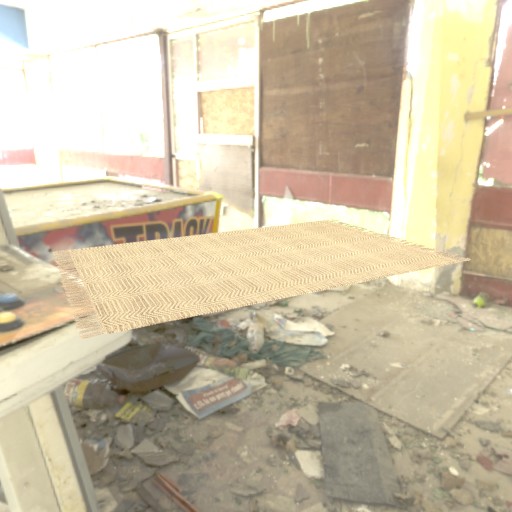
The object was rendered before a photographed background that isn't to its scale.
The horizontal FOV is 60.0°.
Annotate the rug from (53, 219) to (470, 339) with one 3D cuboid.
[{"bbox_3d":[0.000,0.000,2.479,2.021,0.027,1.224,-8,18,-26],"label":"rug"}]
